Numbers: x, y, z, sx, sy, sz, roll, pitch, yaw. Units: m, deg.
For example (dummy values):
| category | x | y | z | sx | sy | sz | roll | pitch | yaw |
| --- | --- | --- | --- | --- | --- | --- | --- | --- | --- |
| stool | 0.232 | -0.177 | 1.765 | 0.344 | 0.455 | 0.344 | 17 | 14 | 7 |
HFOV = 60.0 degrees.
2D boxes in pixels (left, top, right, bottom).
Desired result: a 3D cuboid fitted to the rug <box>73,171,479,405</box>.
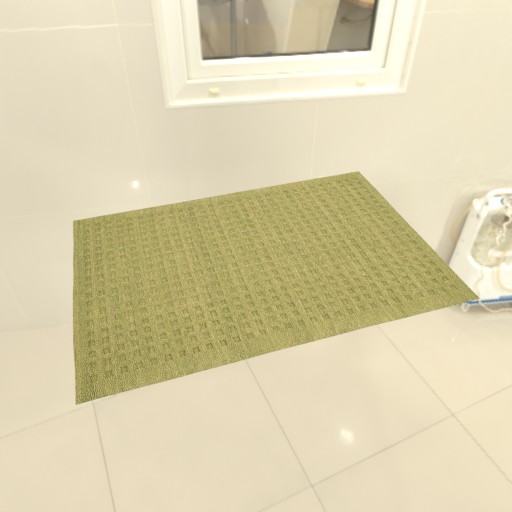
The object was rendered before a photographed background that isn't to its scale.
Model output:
| category | x | y | z | sx | sy | sz | roll | pitch | yaw |
| --- | --- | --- | --- | --- | --- | --- | --- | --- | --- |
| rug | 0.000 | 0.000 | 2.910 | 2.297 | 0.007 | 1.529 | -12 | 43 | -13 |
